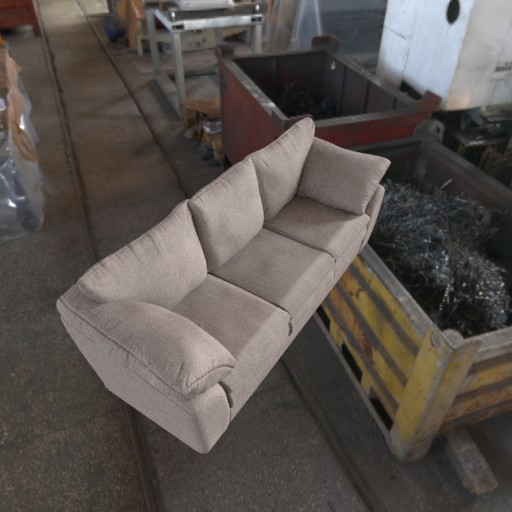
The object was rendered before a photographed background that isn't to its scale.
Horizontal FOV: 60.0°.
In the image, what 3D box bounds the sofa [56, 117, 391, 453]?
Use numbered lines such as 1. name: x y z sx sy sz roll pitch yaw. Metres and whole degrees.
1. sofa: 0.000 0.000 2.840 0.878 0.996 2.334 23 46 25
